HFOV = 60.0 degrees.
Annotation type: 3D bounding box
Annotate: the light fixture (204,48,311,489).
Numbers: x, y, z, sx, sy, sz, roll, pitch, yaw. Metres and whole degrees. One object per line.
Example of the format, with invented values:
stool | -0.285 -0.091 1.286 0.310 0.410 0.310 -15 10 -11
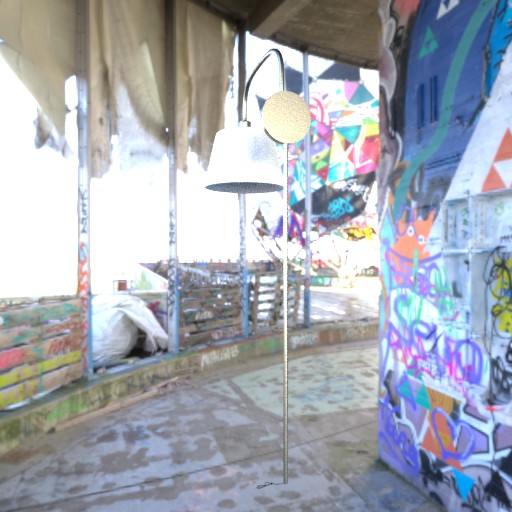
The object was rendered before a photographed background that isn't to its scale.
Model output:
light fixture | 0.000 0.000 0.469 0.092 0.399 0.176 0 0 -18
